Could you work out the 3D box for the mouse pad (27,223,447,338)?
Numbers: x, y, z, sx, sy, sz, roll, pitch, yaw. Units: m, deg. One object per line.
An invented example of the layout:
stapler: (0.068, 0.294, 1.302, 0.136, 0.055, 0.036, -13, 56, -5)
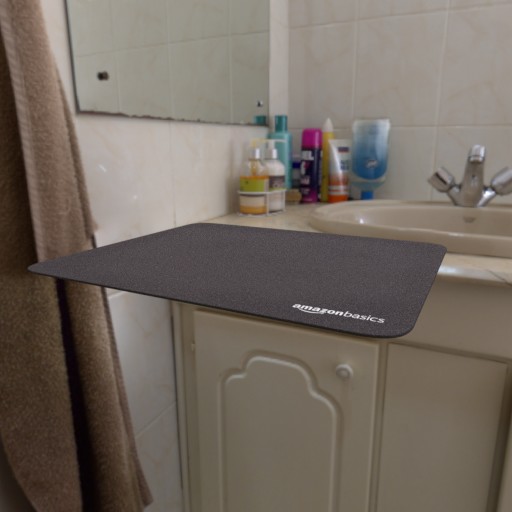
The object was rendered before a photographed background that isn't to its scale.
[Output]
mouse pad: (0.000, 0.000, 0.417, 0.315, 0.002, 0.269, 7, 15, 26)
